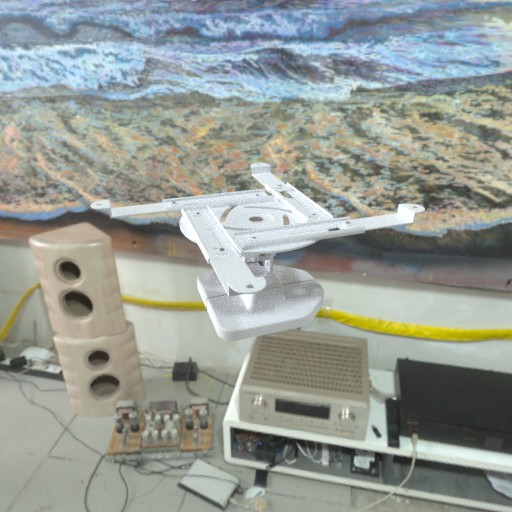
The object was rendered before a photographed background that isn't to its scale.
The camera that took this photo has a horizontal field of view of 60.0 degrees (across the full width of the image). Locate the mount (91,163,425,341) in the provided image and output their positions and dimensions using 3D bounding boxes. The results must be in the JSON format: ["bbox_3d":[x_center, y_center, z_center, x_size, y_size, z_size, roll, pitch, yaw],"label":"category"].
[{"bbox_3d":[0.000,0.000,0.589,0.394,0.141,0.394,-9,28,-17],"label":"mount"}]
